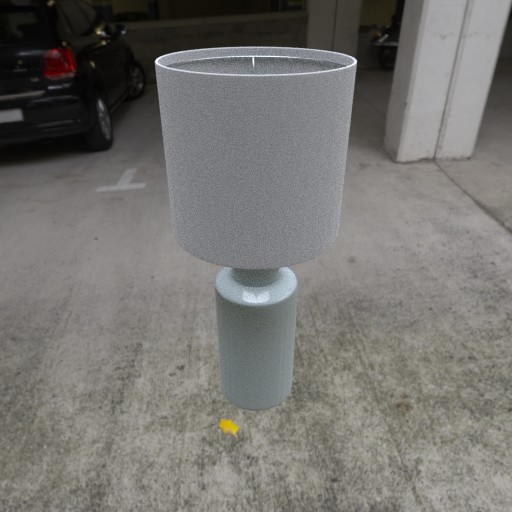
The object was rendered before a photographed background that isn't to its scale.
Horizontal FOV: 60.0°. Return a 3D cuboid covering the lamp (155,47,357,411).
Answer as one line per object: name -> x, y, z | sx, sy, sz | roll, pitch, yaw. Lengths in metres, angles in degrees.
lamp -> 0.000, 0.000, 0.600 | 0.212, 0.493, 0.212 | -1, 31, -2
